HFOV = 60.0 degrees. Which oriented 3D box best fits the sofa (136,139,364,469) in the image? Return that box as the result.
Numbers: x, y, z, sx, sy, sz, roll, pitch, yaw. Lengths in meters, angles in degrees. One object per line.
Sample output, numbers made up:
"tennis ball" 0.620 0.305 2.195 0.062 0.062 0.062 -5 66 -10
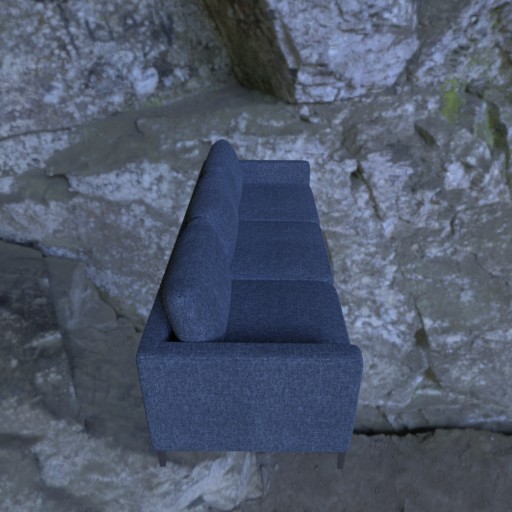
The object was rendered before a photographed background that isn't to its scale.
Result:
"sofa" 0.000 0.000 2.657 0.859 0.874 2.218 0 31 1
